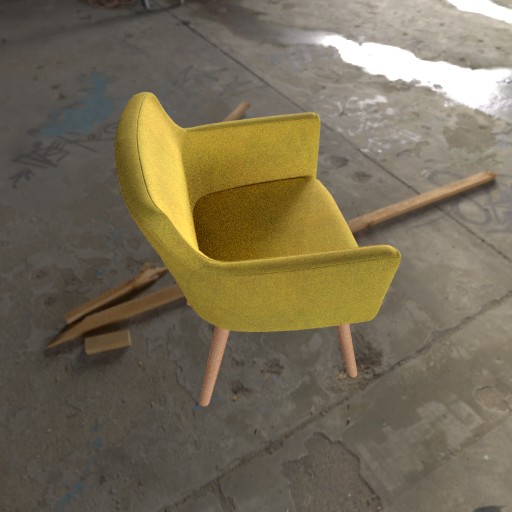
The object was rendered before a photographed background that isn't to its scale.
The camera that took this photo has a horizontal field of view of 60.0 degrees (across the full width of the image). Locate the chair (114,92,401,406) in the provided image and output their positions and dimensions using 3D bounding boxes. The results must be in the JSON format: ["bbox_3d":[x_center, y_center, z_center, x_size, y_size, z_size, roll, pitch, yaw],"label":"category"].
[{"bbox_3d":[0.000,0.000,1.185,0.570,0.780,0.570,-8,47,-8],"label":"chair"}]
